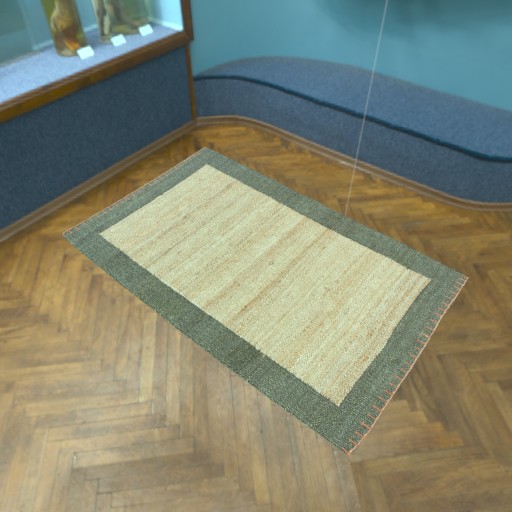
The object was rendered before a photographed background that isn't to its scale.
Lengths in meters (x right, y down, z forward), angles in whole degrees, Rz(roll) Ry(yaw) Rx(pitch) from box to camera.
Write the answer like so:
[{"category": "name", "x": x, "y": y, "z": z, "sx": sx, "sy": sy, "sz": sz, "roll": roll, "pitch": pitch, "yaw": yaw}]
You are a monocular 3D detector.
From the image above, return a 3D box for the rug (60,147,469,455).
[{"category": "rug", "x": 0.000, "y": 0.000, "z": 3.054, "sx": 2.435, "sy": 0.006, "sz": 1.521, "roll": 31, "pitch": 54, "yaw": 26}]
